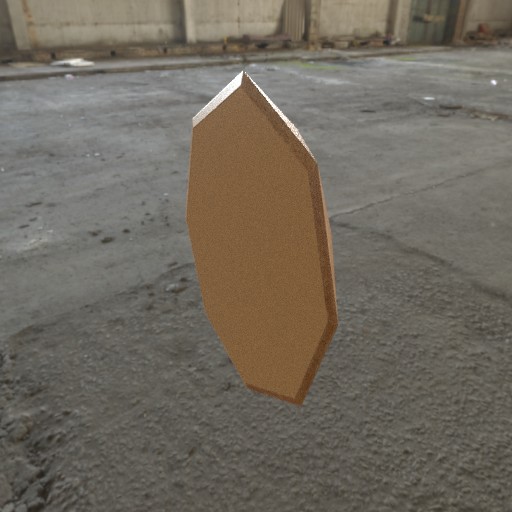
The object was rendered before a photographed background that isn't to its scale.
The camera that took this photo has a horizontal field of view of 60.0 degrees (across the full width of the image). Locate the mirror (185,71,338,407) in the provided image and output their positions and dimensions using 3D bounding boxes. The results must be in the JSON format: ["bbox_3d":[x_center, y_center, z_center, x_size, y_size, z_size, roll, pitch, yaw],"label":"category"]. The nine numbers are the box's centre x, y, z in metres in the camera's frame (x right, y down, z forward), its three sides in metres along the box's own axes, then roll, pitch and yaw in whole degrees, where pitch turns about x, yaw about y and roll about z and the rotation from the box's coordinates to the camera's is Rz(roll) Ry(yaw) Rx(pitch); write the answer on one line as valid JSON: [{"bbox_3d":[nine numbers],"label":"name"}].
[{"bbox_3d":[0.000,0.000,0.994,0.070,0.774,0.577,-19,34,-30],"label":"mirror"}]
